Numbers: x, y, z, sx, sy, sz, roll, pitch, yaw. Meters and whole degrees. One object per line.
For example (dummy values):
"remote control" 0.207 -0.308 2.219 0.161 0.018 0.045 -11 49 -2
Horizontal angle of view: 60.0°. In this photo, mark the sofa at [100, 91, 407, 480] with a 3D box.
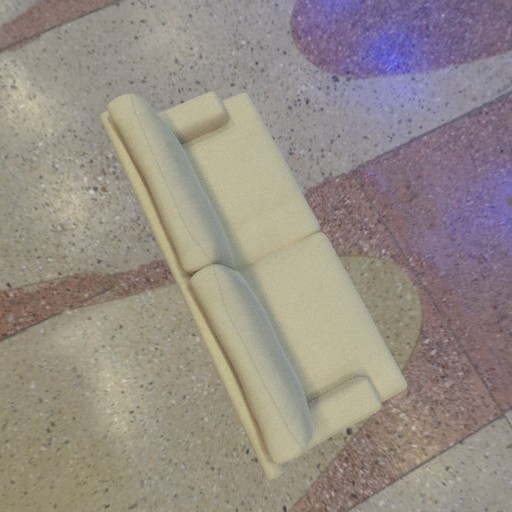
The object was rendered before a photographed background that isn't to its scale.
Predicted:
"sofa" 0.000 0.000 2.613 0.929 0.925 2.147 -26 78 -6
